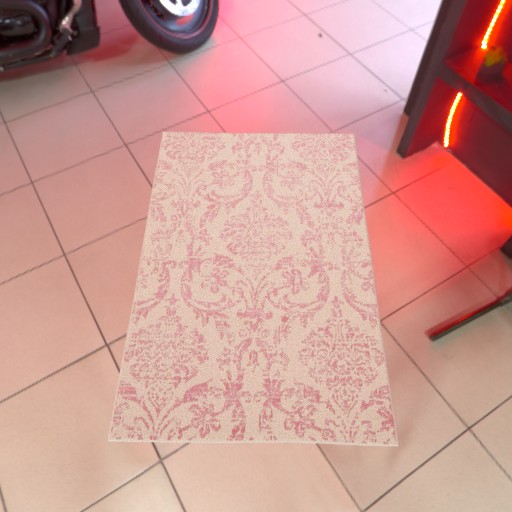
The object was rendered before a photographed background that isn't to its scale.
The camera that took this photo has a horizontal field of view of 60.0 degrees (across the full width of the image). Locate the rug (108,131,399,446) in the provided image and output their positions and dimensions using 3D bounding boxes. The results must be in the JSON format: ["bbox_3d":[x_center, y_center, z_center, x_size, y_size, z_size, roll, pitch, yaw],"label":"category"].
[{"bbox_3d":[0.000,0.000,2.331,1.219,0.012,1.839,1,58,0],"label":"rug"}]
